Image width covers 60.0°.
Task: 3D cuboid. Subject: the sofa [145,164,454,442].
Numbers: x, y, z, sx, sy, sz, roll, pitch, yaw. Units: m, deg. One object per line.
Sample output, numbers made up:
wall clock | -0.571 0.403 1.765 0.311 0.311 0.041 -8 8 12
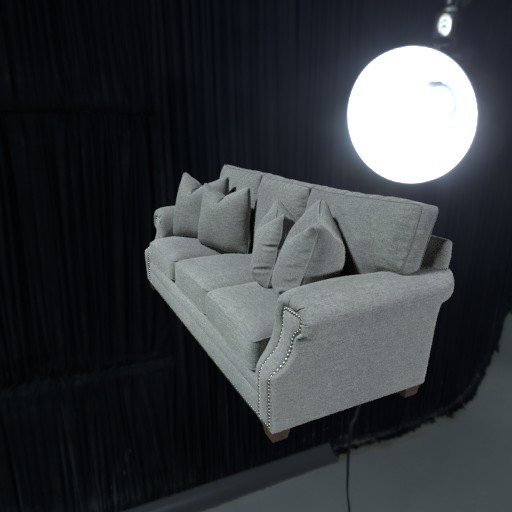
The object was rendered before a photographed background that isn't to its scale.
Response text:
sofa | 0.000 0.000 2.816 0.965 0.975 2.312 -8 18 -25
